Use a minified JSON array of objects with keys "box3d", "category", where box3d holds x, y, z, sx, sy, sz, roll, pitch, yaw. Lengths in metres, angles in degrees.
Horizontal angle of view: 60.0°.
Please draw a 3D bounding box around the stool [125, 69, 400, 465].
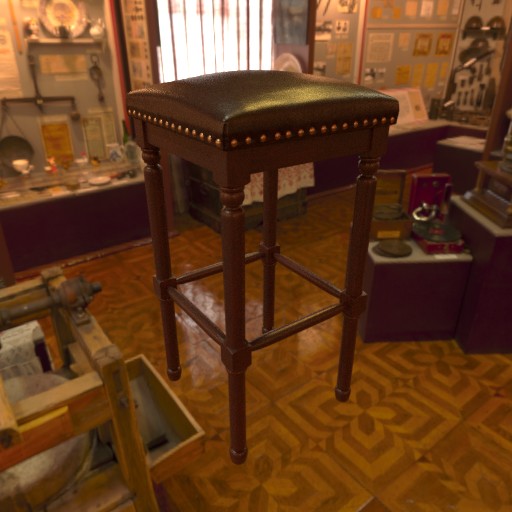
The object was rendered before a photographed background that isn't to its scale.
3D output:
[{"box3d":[0.000,0.000,0.991,0.382,0.768,0.383,-17,31,-31],"category":"stool"}]
